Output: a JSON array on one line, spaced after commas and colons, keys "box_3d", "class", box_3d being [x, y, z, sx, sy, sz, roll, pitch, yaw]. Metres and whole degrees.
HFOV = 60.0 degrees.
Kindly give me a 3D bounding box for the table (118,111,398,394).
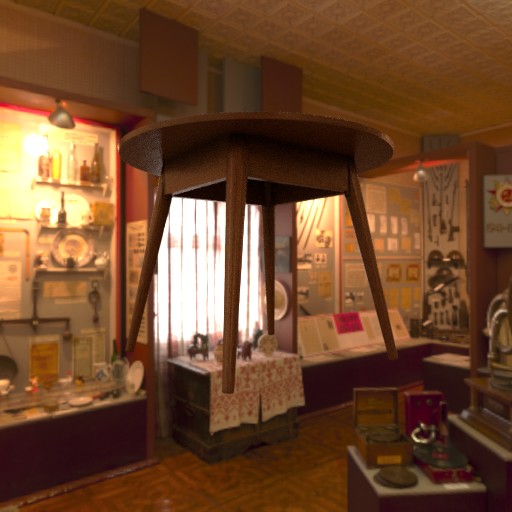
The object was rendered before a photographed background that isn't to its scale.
[{"box_3d": [0.000, 0.000, 1.757, 1.053, 0.786, 1.053, 0, -1, 0], "class": "table"}]
